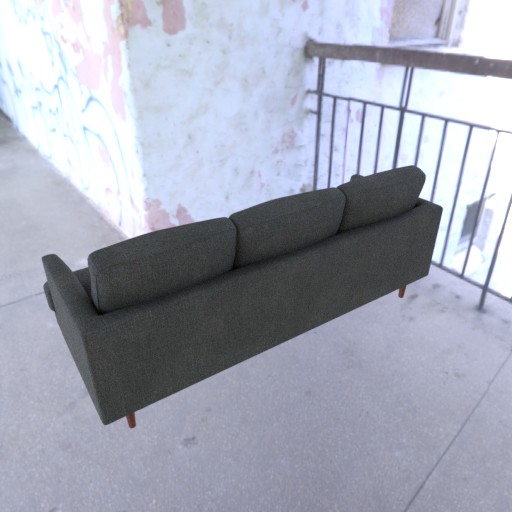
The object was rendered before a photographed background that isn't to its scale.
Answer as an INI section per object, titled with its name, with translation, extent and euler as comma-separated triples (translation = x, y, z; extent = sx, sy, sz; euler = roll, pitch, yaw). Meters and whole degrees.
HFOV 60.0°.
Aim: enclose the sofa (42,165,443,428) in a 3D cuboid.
[sofa]
translation = 0.000, 0.000, 2.645
extent = 2.246, 0.930, 0.903
euler = -19, 35, -29
